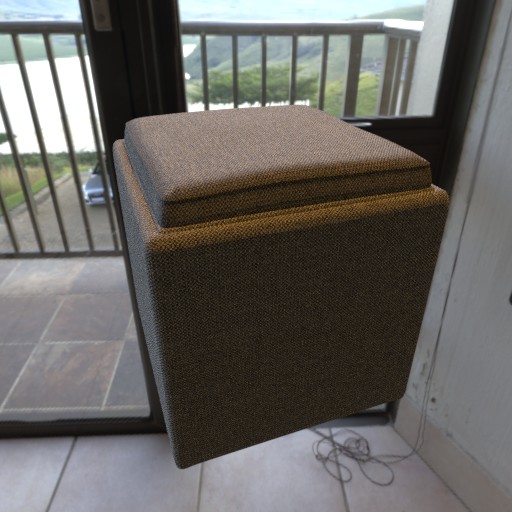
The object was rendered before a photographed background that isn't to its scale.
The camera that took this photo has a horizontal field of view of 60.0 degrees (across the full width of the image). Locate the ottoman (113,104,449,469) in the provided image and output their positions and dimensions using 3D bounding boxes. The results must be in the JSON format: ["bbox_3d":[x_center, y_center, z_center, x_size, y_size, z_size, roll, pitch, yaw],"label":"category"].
[{"bbox_3d":[0.000,0.000,0.834,0.436,0.487,0.454,-11,32,-18],"label":"ottoman"}]
